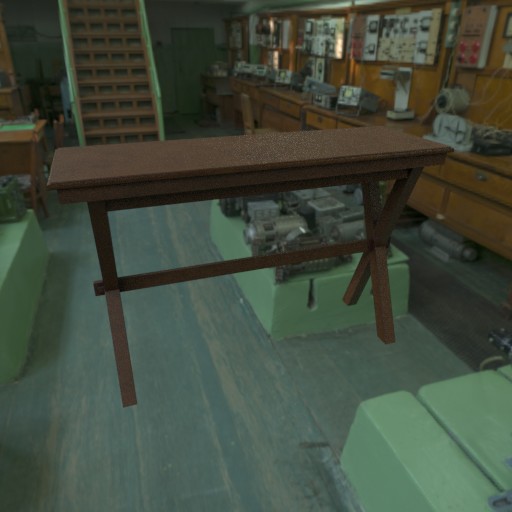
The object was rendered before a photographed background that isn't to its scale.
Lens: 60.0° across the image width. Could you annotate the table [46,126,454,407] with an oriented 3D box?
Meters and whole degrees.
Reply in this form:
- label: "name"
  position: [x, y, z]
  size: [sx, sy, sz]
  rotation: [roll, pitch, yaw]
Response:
- label: "table"
  position: [0.000, 0.000, 1.565]
  size: [1.197, 0.763, 0.399]
  rotation: [-9, 28, -17]
